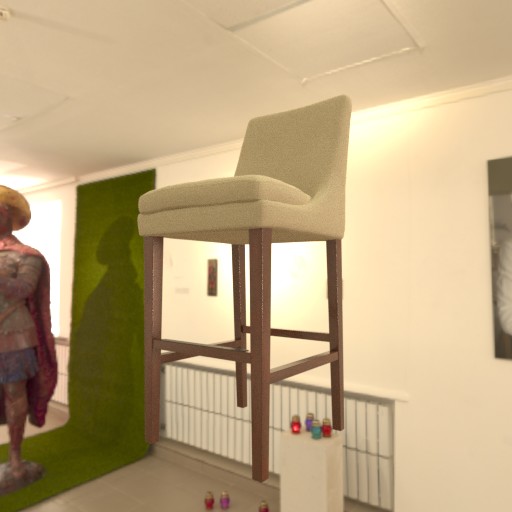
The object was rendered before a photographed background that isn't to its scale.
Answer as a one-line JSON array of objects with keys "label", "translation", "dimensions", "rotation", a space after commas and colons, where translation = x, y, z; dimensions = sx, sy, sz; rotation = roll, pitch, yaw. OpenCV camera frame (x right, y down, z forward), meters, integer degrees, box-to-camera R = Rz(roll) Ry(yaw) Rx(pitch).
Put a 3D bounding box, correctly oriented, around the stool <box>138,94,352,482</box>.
[{"label": "stool", "translation": [0.000, 0.000, 1.377], "dimensions": [0.470, 1.078, 0.577], "rotation": [-2, -3, 37]}]
